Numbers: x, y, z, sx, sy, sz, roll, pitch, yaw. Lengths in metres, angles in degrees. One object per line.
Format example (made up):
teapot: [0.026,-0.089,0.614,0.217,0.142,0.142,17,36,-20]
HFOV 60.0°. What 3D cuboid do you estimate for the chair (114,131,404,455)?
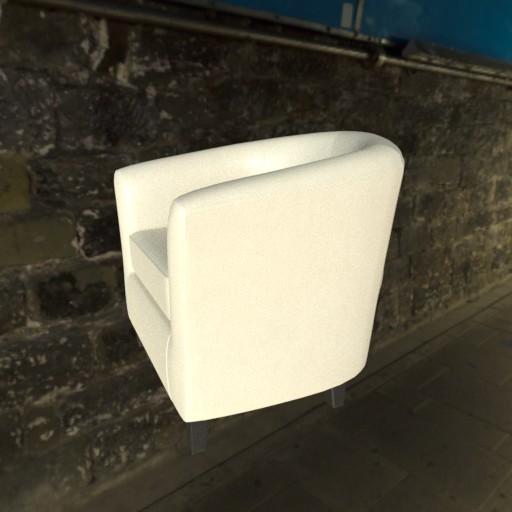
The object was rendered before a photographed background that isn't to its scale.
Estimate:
chair: [0.000,0.000,1.397,0.727,0.756,0.792,-8,18,-25]
